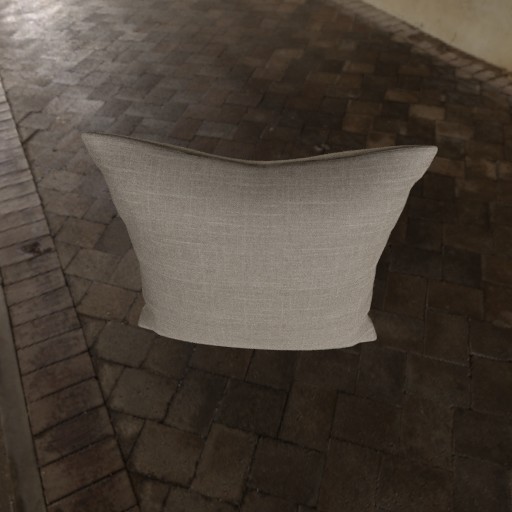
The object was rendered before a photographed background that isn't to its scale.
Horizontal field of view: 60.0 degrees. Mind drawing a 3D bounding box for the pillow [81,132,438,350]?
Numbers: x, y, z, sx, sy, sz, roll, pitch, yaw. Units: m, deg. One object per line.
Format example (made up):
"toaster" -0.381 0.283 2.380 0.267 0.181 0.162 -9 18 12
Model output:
"pillow" 0.000 0.000 0.651 0.424 0.400 0.169 3 47 3
